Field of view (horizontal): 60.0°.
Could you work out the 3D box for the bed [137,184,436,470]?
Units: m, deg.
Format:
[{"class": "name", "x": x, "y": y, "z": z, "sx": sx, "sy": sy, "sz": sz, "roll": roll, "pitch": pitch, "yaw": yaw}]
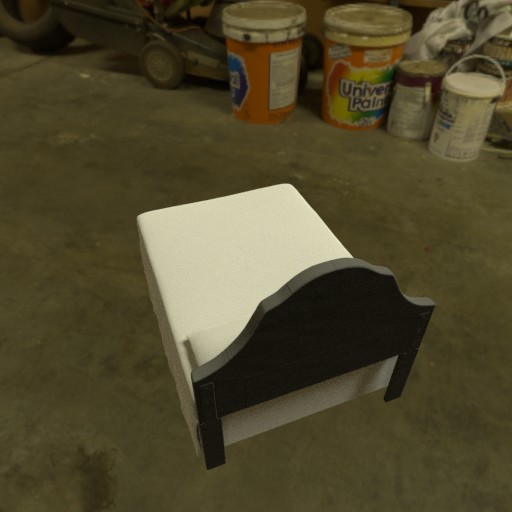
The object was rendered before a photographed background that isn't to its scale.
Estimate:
[{"class": "bed", "x": 0.000, "y": 0.000, "z": 3.405, "sx": 1.636, "sy": 1.575, "sz": 2.155, "roll": -14, "pitch": 43, "yaw": -16}]
